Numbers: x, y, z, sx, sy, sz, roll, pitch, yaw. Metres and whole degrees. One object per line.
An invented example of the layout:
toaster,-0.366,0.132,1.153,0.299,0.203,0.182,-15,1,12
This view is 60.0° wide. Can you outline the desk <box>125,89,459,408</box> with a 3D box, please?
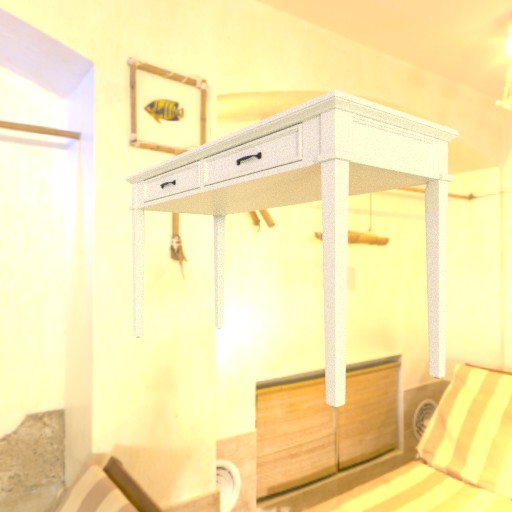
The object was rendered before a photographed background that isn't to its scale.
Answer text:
desk,0.000,0.000,1.764,0.559,0.774,1.372,1,-1,-37
